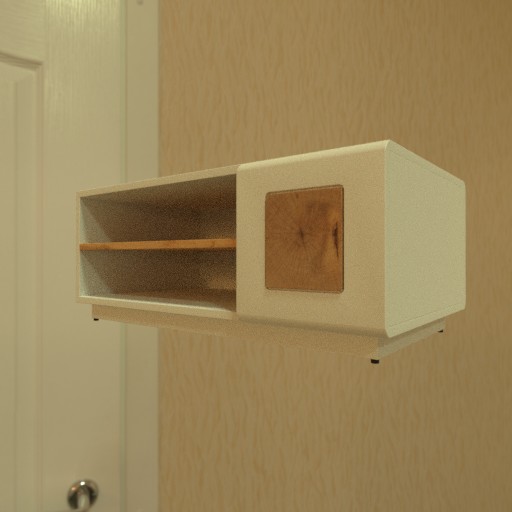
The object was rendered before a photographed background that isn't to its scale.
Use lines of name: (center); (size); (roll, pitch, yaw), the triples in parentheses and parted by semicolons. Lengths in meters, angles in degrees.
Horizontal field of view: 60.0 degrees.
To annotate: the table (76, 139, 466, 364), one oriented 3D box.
table: (0.000, 0.000, 1.412); (1.097, 0.442, 0.639); (0, 0, 38)
